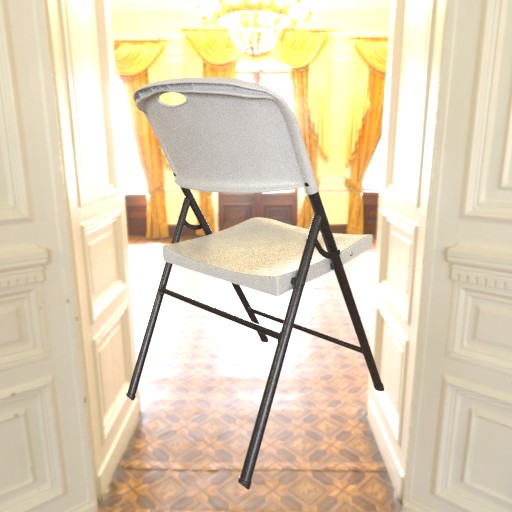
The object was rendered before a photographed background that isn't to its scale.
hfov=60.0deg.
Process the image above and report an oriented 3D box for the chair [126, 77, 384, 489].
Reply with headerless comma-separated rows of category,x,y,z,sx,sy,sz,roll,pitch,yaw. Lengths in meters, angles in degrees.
chair,0.000,0.000,1.160,0.566,0.810,0.494,-13,19,-43
